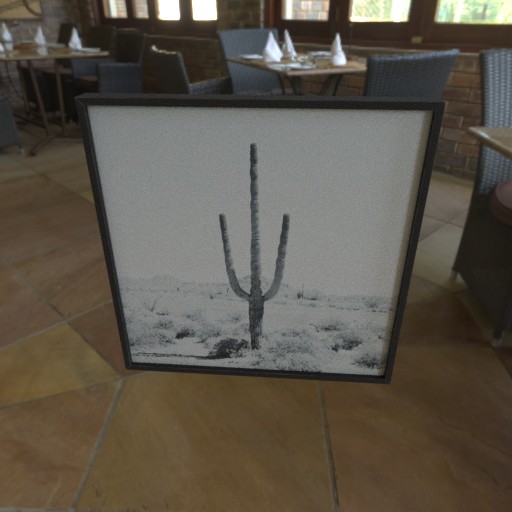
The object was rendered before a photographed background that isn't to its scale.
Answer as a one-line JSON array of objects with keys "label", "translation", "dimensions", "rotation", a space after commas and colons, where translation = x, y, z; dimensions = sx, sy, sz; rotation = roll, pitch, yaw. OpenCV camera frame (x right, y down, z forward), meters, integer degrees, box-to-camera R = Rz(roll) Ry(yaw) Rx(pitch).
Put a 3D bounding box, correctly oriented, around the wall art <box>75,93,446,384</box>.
[{"label": "wall art", "translation": [0.000, 0.000, 0.744], "dimensions": [0.508, 0.508, 0.038], "rotation": [2, 29, 4]}]
